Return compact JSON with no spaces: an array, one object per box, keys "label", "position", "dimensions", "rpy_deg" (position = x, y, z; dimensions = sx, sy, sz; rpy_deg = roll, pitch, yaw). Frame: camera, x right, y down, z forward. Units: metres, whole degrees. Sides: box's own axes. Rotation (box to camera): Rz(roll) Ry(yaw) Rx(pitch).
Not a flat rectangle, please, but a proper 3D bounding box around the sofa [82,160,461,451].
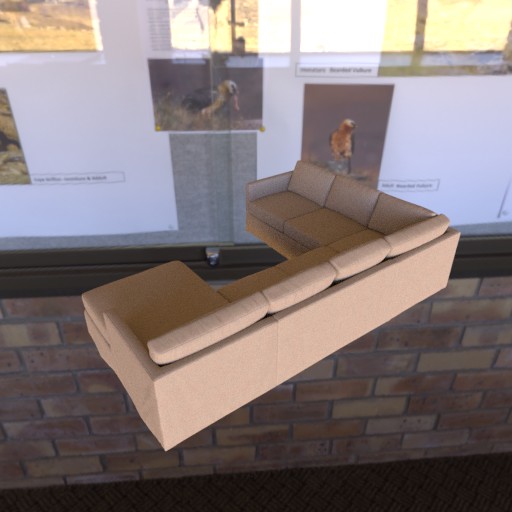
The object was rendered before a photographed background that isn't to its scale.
[{"label":"sofa","position":[0.000,0.000,4.616],"dimensions":[3.460,0.882,2.427],"rpy_deg":[-21,37,-31]}]
